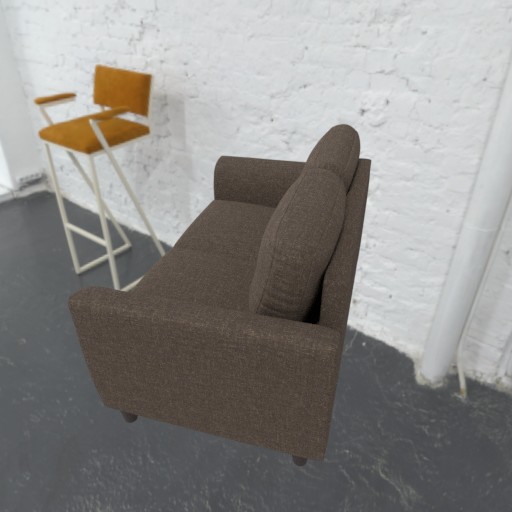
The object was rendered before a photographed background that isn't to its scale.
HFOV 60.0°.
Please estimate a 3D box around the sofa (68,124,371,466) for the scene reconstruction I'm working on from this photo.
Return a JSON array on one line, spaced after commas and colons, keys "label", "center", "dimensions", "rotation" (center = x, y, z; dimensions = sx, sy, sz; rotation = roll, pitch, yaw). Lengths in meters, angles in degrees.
[{"label": "sofa", "center": [0.000, 0.000, 1.930], "dimensions": [0.851, 0.885, 1.423], "rotation": [8, 32, 14]}]
